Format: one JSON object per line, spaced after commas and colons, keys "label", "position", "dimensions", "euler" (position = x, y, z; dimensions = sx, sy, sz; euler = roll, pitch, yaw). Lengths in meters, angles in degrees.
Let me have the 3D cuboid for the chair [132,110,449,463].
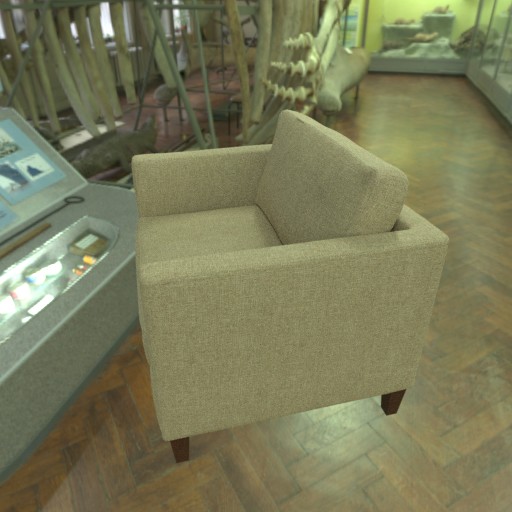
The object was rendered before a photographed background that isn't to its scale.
{"label": "chair", "position": [0.000, 0.000, 1.817], "dimensions": [0.959, 0.987, 1.107], "euler": [-8, 31, -13]}
